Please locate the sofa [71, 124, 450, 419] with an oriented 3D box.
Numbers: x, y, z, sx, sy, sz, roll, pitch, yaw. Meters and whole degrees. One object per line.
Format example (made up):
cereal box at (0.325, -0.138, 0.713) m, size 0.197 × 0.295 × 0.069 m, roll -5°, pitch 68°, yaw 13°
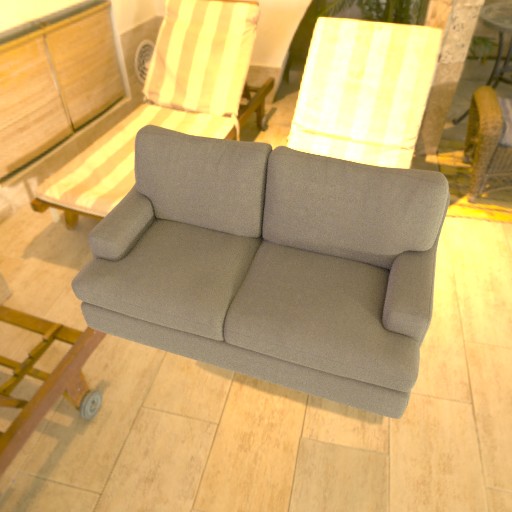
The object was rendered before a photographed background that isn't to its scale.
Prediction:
sofa at (0.000, 0.000, 2.422) m, size 1.855 × 0.980 × 0.962 m, roll 13°, pitch 44°, yaw 14°
